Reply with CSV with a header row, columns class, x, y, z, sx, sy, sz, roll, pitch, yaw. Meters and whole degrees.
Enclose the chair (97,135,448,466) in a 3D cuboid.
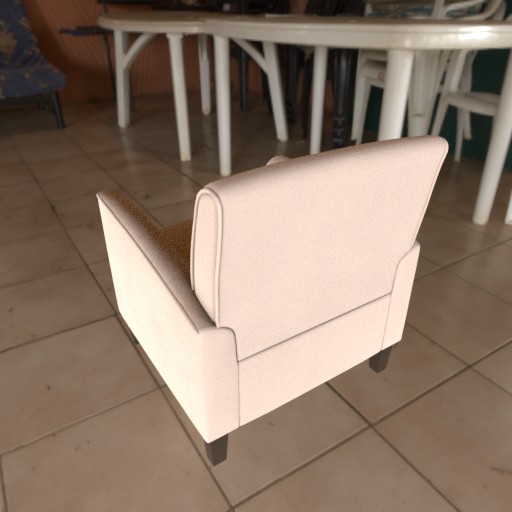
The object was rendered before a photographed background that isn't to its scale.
class,x,y,z,sx,sy,sz,roll,pitch,yaw
chair,0.000,0.000,1.535,0.820,0.915,0.820,-18,34,-29
